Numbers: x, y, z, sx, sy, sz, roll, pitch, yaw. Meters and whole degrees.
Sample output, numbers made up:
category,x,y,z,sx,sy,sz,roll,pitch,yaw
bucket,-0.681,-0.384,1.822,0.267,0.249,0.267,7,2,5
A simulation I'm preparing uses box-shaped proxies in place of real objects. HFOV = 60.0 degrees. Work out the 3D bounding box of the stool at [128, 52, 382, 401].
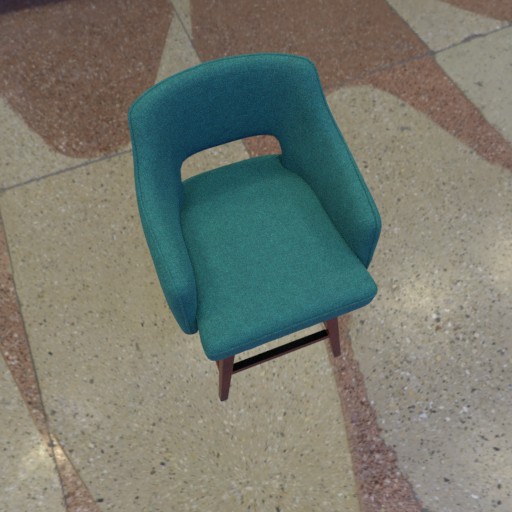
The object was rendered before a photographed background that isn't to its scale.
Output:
category,x,y,z,sx,sy,sz,roll,pitch,yaw
stool,0.000,0.000,1.305,0.548,0.961,0.556,-19,64,-9
